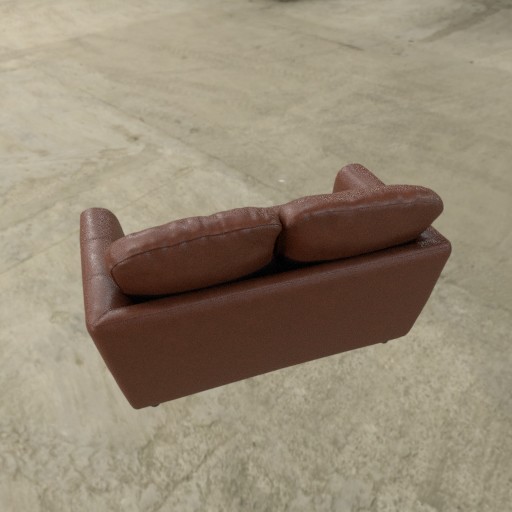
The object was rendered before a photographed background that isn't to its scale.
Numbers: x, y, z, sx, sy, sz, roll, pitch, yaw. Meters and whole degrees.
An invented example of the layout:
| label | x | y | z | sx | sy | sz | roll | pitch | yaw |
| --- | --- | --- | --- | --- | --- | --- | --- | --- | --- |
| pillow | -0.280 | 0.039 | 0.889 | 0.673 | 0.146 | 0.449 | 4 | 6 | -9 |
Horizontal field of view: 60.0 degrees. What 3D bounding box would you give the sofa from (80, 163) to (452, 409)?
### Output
| label | x | y | z | sx | sy | sz | roll | pitch | yaw |
| --- | --- | --- | --- | --- | --- | --- | --- | --- | --- |
| sofa | 0.000 | 0.000 | 1.936 | 1.406 | 0.906 | 0.805 | -12 | 42 | -13 |
